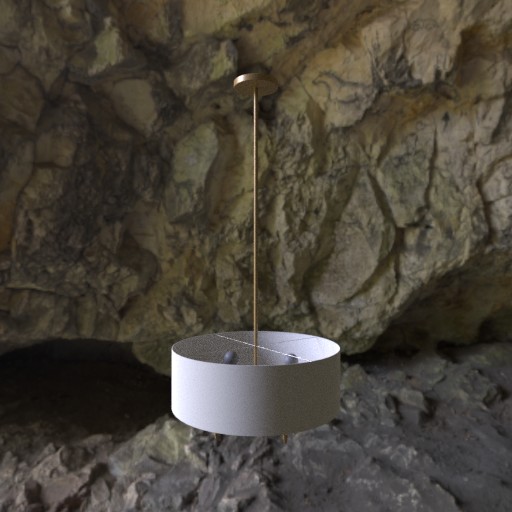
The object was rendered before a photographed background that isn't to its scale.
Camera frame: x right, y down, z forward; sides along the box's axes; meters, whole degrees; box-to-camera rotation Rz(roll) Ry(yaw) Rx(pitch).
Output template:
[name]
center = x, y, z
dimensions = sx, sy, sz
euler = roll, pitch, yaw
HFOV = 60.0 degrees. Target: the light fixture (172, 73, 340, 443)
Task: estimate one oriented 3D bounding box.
[light fixture]
center = 0.000, 0.000, 1.360
dimensions = 0.508, 1.067, 0.508
euler = 0, 0, 0
